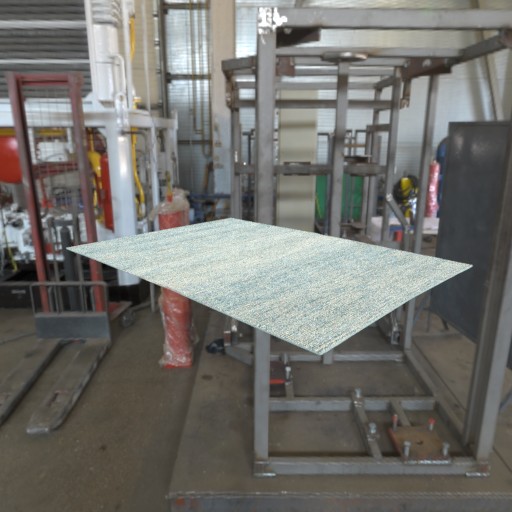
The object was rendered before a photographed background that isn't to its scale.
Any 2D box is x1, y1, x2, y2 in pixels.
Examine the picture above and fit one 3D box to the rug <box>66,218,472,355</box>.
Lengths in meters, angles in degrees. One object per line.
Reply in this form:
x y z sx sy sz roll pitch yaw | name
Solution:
0.000 0.000 2.982 2.260 0.026 1.611 15 22 42 | rug
